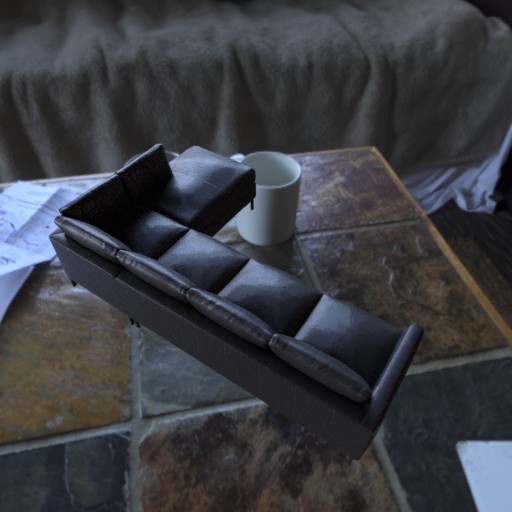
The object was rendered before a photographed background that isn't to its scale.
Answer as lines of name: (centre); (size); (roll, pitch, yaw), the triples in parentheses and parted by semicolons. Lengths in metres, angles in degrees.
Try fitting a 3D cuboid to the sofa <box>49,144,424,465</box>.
sofa: (0.000, 0.000, 3.847); (2.984, 0.877, 1.938); (26, 52, 23)
